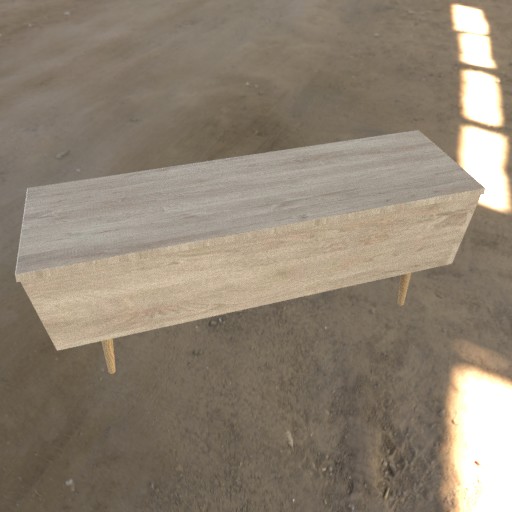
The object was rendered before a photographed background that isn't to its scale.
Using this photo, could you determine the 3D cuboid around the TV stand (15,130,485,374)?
[{"bbox_3d":[0.000,0.000,1.519,1.313,0.565,0.401,-11,45,-12],"label":"TV stand"}]
